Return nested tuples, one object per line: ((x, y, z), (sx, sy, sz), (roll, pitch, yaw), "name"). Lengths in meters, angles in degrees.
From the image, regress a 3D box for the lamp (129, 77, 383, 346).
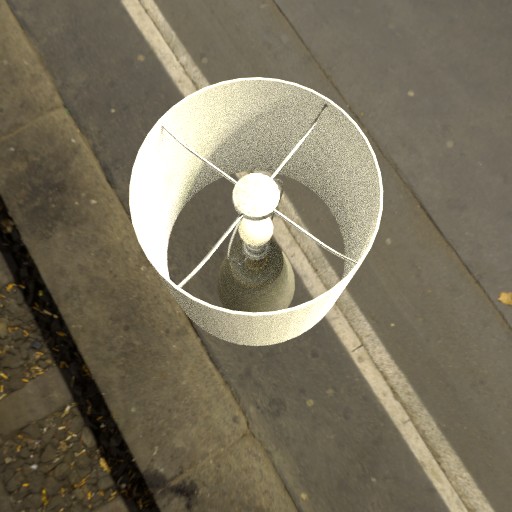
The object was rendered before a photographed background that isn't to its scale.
((0.000, 0.000, 0.465), (0.186, 0.369, 0.186), (0, 76, 0), "lamp")
